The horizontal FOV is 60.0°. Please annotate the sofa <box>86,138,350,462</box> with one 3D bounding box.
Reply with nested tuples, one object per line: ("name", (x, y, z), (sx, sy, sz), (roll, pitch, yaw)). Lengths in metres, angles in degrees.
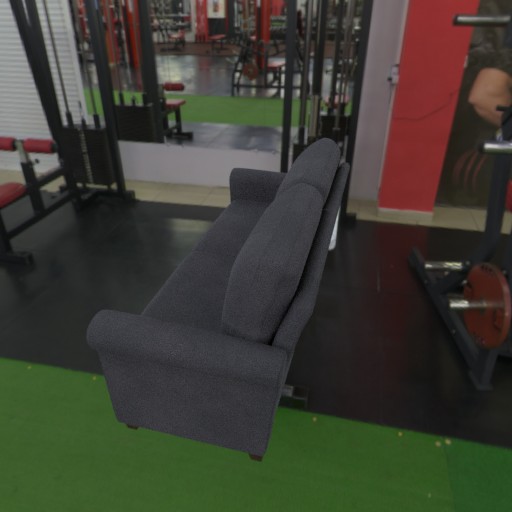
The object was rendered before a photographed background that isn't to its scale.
("sofa", (0.000, 0.000, 2.464), (0.842, 0.942, 1.935), (8, 31, 13))
